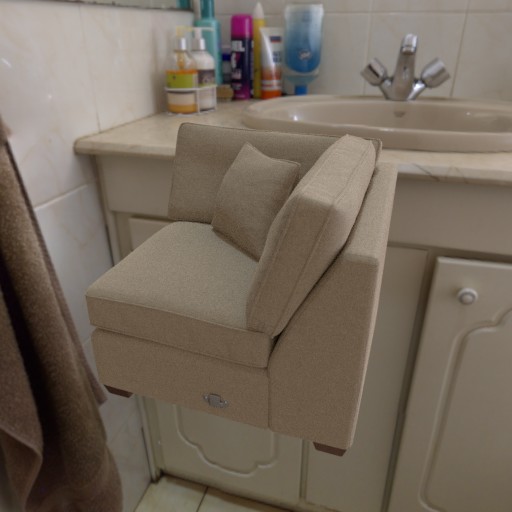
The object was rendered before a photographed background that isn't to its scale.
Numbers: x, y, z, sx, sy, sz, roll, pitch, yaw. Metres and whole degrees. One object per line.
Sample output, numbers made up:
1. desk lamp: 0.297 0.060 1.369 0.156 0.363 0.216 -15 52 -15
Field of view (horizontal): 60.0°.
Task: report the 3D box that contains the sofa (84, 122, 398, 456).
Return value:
1. sofa: 0.000 0.000 1.965 1.084 1.002 1.146 9 28 17
